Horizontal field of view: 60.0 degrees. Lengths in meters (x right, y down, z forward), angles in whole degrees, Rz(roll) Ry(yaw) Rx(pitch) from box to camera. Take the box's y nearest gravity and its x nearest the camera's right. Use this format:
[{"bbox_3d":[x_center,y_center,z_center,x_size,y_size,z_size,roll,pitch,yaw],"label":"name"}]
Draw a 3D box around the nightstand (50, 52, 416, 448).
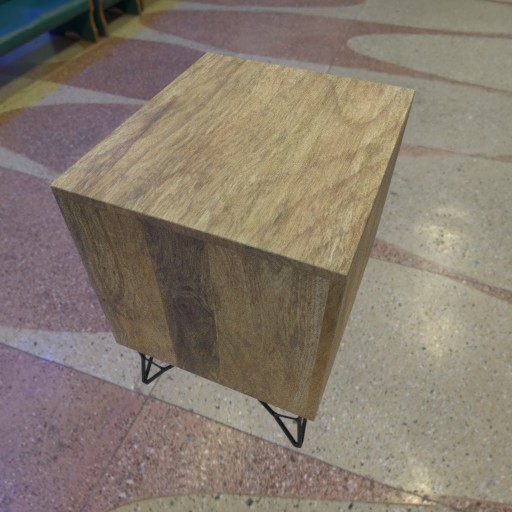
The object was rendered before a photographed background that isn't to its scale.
[{"bbox_3d":[0.000,0.000,0.877,0.406,0.559,0.457,17,49,15],"label":"nightstand"}]
